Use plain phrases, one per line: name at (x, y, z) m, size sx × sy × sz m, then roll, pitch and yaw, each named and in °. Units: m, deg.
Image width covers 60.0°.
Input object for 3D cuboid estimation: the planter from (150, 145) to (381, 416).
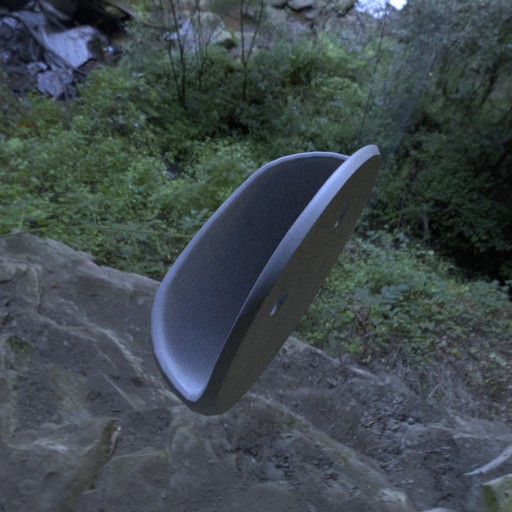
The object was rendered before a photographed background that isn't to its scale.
planter at (0.000, 0.000, 0.275) m, size 0.073 × 0.164 × 0.190 m, roll 31°, pitch 67°, yaw 15°
